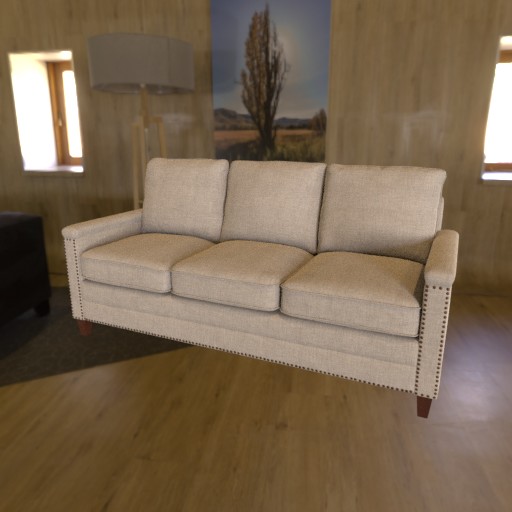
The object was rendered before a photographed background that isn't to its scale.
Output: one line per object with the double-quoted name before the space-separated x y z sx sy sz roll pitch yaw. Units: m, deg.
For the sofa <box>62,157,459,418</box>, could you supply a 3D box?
"sofa" 0.000 0.000 2.345 1.925 0.959 0.828 7 17 24
